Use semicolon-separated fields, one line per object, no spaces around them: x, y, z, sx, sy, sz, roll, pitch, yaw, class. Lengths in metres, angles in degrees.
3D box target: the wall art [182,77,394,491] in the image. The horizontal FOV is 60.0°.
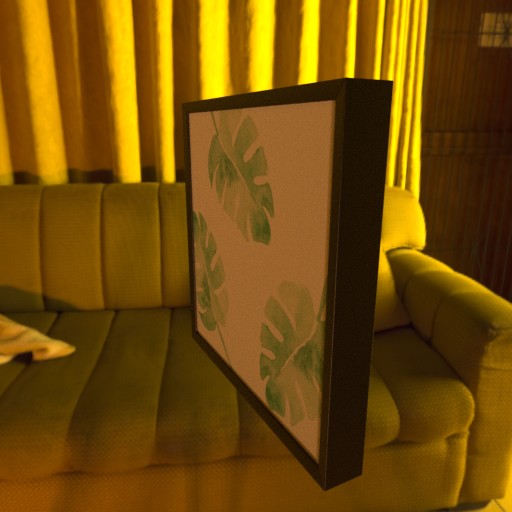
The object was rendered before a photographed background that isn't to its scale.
0.000;0.000;0.444;0.038;0.304;0.304;-8;18;-27;wall art
